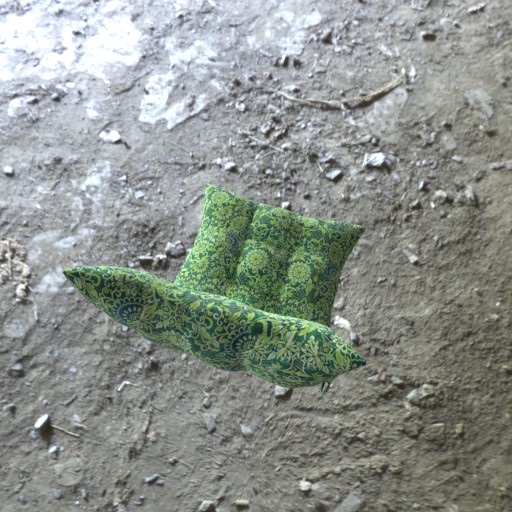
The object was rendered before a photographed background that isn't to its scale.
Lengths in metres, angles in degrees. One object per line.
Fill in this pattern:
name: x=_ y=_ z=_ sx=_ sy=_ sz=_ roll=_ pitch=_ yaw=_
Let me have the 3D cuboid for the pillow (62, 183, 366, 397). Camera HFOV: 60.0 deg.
pillow: x=0.000 y=0.000 z=1.027 sx=0.541 sy=0.536 sz=0.585 roll=16 pitch=65 yaw=8
